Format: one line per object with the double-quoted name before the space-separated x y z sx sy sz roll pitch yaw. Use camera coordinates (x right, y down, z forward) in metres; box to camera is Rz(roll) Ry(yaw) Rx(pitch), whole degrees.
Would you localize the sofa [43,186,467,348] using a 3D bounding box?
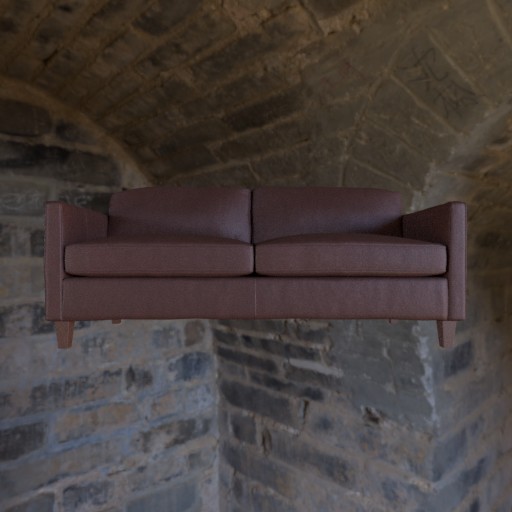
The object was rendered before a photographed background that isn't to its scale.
"sofa" 0.000 0.000 2.454 1.971 0.863 0.923 0 0 0
